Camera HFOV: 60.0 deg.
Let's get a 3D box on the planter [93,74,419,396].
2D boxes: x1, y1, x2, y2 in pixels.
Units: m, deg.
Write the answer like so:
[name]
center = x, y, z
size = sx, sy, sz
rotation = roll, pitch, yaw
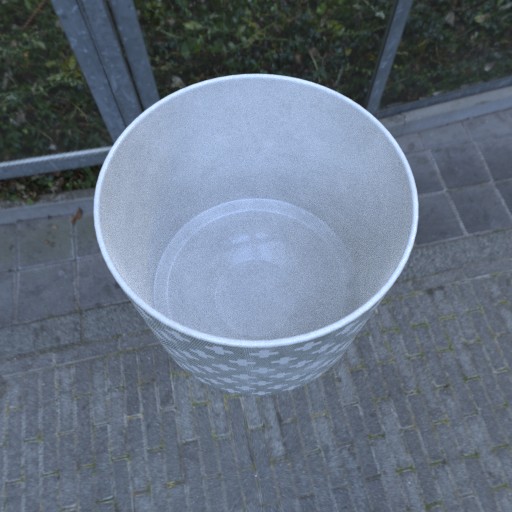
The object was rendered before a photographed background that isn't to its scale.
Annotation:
[planter]
center = 0.000, 0.000, 0.451
size = 0.250, 0.239, 0.250
rotation = 0, 64, 0
